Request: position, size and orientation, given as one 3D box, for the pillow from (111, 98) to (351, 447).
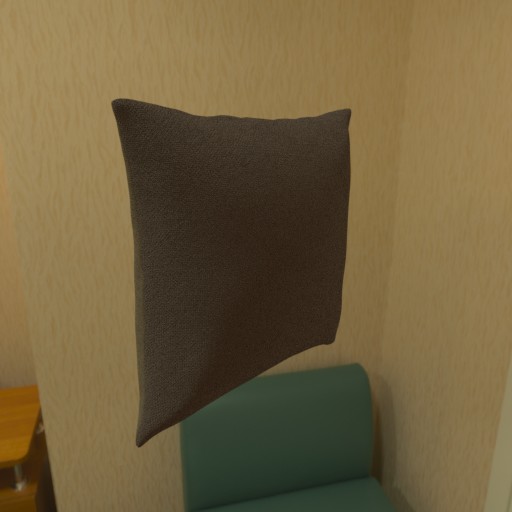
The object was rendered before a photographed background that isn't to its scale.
[{"bbox_3d":[0.000,0.000,0.675,0.204,0.439,0.452,15,22,42],"label":"pillow"}]
